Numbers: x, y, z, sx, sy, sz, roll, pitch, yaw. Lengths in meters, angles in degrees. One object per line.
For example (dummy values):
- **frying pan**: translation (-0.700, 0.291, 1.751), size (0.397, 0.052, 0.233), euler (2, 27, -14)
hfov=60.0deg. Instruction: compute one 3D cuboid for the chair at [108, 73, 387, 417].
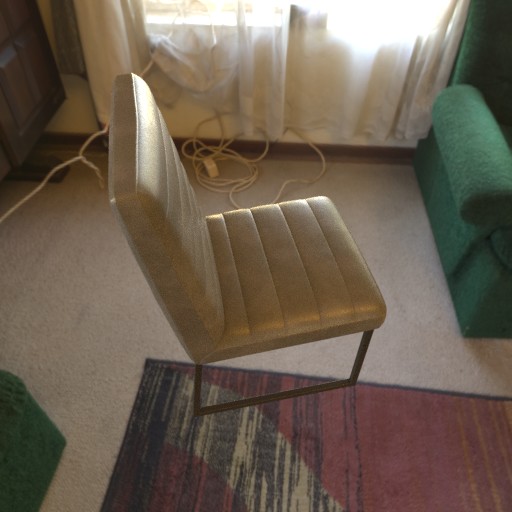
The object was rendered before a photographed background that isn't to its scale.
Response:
- **chair**: translation (0.000, 0.000, 1.292), size (0.634, 0.930, 0.520), euler (-9, 47, -8)
